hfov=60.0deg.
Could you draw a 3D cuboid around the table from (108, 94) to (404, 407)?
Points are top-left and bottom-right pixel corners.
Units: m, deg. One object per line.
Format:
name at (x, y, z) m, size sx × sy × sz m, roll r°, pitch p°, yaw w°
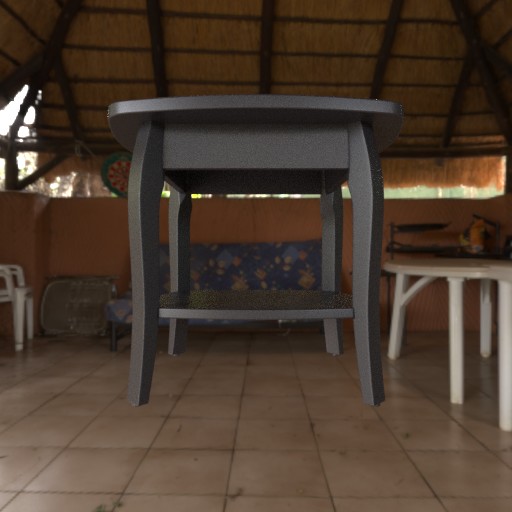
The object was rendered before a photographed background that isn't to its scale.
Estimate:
table at (0.000, 0.000, 0.849) m, size 0.508 × 0.457 × 0.457 m, roll 0°, pitch 0°, yaw 0°
